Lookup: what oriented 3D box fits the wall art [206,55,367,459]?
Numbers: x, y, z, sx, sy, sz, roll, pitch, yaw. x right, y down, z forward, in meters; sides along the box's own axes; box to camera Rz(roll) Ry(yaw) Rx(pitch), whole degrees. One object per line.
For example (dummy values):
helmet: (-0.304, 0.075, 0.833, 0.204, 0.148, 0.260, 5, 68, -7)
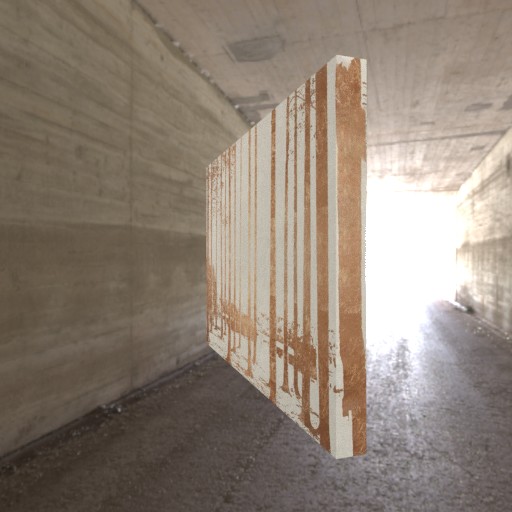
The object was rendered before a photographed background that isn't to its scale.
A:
wall art: (0.000, 0.000, 0.738, 0.035, 0.405, 0.609, 0, 0, -19)
